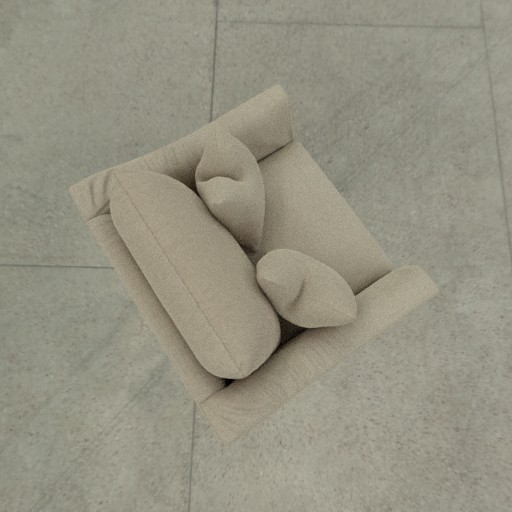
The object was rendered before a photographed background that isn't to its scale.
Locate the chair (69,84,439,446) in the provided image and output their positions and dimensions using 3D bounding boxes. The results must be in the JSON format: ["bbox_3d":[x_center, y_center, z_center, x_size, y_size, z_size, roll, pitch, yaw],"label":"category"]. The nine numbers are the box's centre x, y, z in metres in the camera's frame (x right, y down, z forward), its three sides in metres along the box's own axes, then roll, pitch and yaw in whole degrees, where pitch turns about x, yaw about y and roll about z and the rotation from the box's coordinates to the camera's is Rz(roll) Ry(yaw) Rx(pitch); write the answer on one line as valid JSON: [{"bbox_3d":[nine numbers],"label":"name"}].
[{"bbox_3d":[0.000,0.000,2.056,1.071,1.093,1.194,-33,78,-8],"label":"chair"}]
